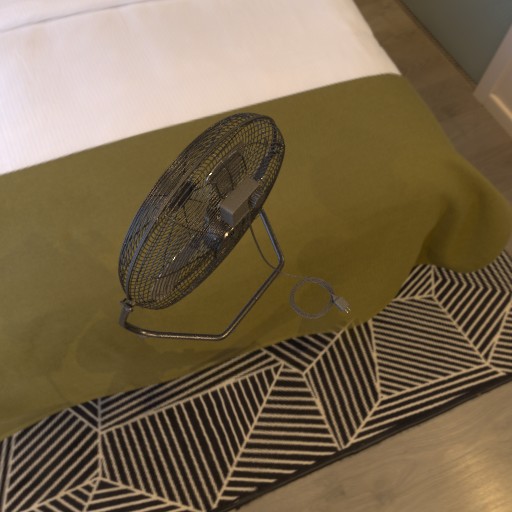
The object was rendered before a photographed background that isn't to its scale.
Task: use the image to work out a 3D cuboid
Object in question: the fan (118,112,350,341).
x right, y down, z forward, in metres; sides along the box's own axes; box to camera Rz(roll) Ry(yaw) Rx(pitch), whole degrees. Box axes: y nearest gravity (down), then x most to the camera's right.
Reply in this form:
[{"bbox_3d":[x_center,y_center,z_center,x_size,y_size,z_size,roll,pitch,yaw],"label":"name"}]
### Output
[{"bbox_3d":[0.000,0.000,1.034,0.470,0.605,0.595,34,68,16],"label":"fan"}]
